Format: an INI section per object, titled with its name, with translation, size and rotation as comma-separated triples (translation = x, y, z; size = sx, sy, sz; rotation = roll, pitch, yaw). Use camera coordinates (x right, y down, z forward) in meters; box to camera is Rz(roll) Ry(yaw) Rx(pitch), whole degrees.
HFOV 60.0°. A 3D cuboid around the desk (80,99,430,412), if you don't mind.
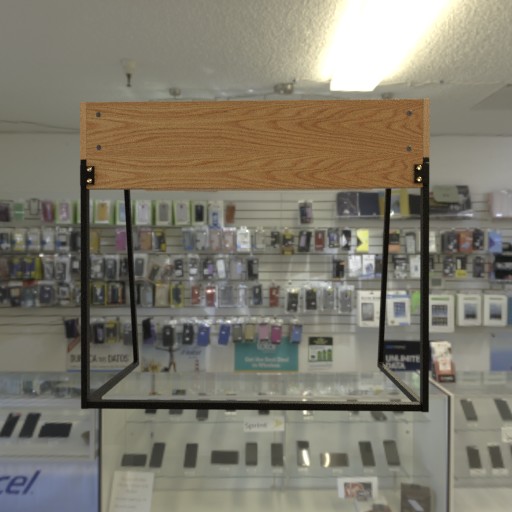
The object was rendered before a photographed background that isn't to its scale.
[desk]
translation = 0.000, 0.000, 1.883
size = 1.191, 1.061, 0.769
rotation = 0, 0, 2
